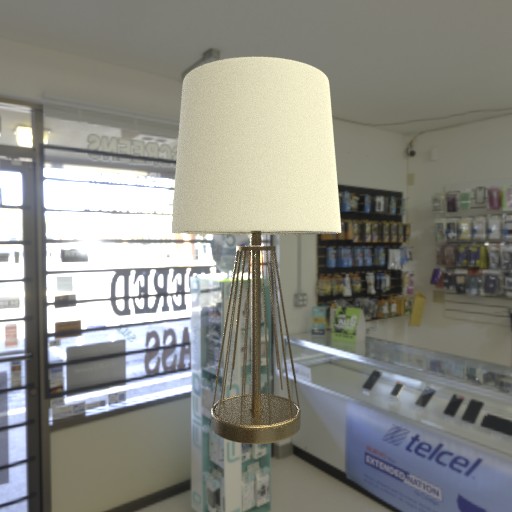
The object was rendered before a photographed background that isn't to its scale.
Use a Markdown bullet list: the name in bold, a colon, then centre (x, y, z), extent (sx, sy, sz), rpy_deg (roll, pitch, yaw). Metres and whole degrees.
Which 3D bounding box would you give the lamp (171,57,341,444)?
- **lamp**: centre (0.000, 0.000, 0.803), extent (0.303, 0.618, 0.303), rpy_deg (0, 2, 0)
